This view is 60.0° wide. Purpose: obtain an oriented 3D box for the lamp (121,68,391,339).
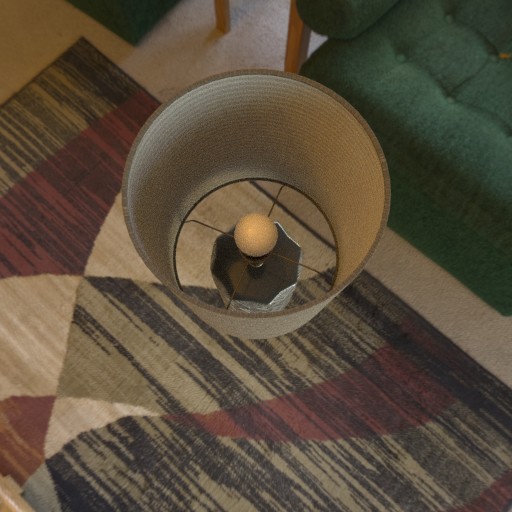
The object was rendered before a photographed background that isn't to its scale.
[{"bbox_3d":[0.000,0.000,0.717,0.268,0.566,0.269,23,76,6],"label":"lamp"}]
